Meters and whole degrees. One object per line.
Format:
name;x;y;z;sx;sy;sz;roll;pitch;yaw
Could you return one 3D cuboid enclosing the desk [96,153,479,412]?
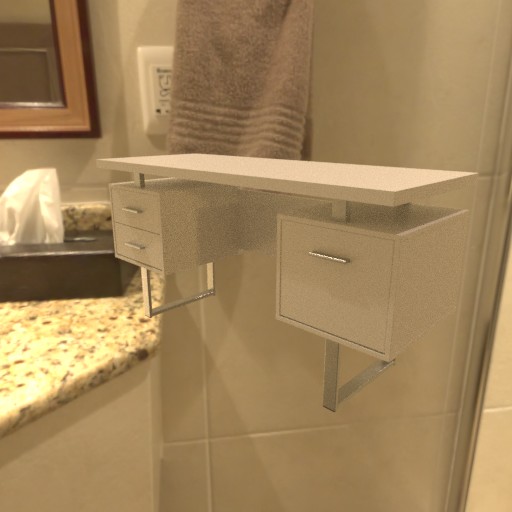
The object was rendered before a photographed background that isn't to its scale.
desk;0.000;0.000;1.916;1.530;0.773;0.603;15;22;41
